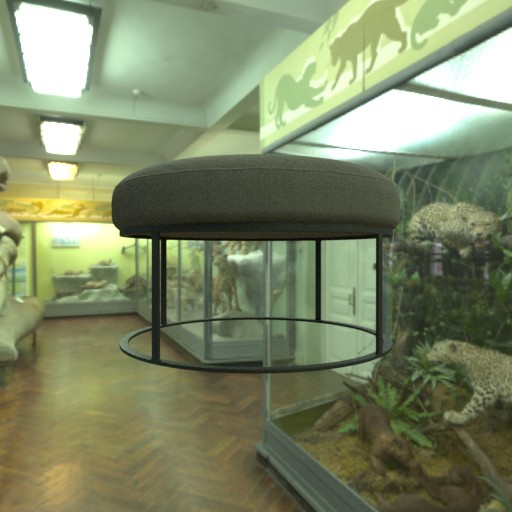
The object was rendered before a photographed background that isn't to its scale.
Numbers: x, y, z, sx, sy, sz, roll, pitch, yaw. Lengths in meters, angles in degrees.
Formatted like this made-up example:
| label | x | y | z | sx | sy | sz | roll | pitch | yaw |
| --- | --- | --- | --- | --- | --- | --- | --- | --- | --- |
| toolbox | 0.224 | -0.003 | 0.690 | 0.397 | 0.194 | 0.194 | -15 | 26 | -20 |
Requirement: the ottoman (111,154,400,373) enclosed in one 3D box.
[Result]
| label | x | y | z | sx | sy | sz | roll | pitch | yaw |
| --- | --- | --- | --- | --- | --- | --- | --- | --- | --- |
| ottoman | 0.000 | 0.000 | 1.238 | 0.772 | 0.460 | 0.772 | 0 | 0 | 0 |
